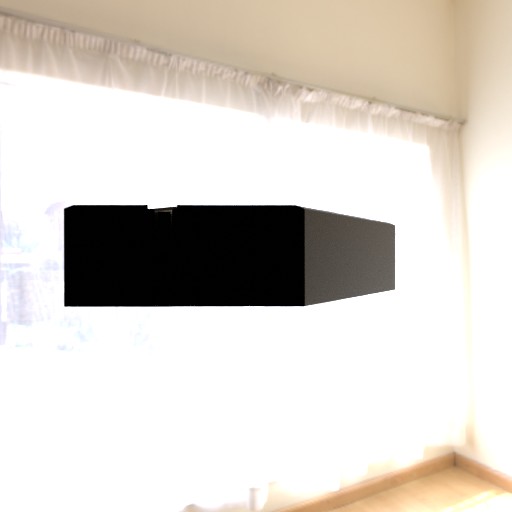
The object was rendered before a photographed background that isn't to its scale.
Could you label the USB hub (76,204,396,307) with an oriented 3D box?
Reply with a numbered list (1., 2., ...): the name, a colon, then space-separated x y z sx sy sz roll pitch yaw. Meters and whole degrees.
1. USB hub: 0.000 0.000 0.123 0.044 0.023 0.110 0 0 36
